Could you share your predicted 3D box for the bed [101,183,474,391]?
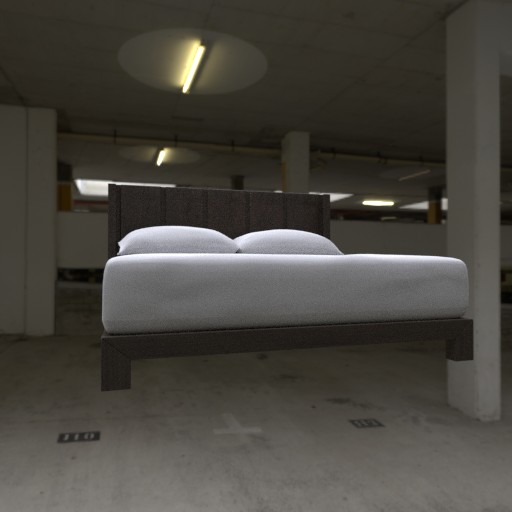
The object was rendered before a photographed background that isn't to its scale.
[{"bbox_3d":[0.000,0.000,3.320,2.134,1.270,2.012,0,-1,-18],"label":"bed"}]
